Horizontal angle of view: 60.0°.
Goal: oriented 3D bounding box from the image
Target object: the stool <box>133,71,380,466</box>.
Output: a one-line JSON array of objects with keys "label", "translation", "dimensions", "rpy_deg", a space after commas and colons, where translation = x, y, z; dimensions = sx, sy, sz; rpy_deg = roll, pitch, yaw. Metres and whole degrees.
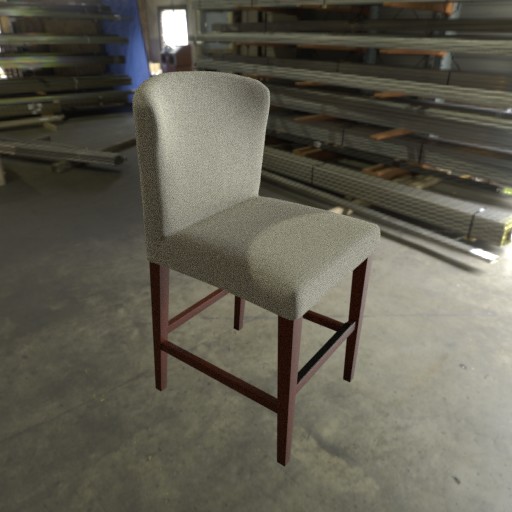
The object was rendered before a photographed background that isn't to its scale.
[{"label": "stool", "translation": [0.000, 0.000, 1.288], "dimensions": [0.568, 0.969, 0.481], "rpy_deg": [18, 32, 32]}]
